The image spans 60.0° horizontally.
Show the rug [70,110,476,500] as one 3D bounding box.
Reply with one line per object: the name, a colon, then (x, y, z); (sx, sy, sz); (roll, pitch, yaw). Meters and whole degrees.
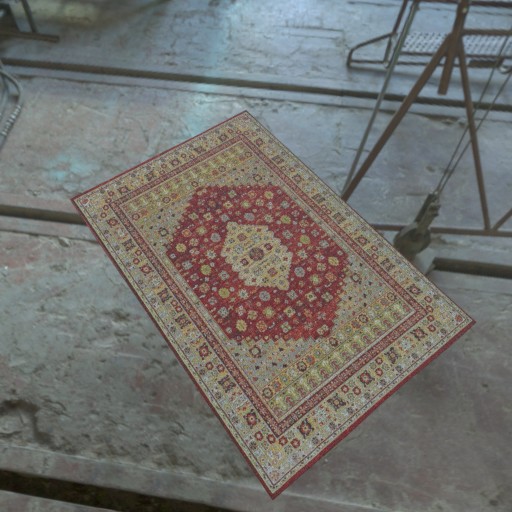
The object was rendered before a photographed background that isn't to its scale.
rug: (0.000, 0.000, 2.231); (1.194, 0.013, 1.802); (-33, 64, -18)
